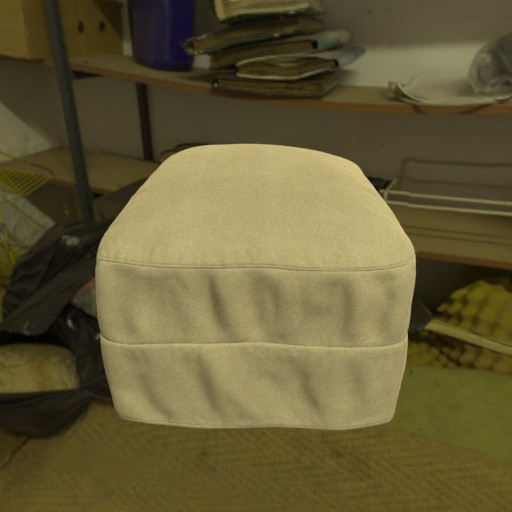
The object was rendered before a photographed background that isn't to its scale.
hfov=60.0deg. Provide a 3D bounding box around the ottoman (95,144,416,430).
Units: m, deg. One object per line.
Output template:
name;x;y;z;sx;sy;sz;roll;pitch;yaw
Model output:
ottoman;0.000;0.000;1.074;0.584;0.480;0.712;0;26;1
